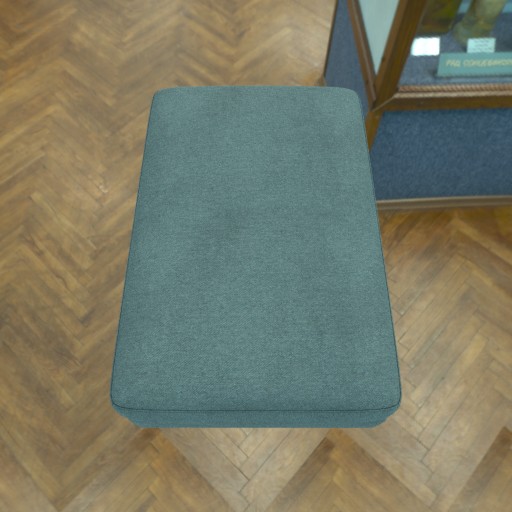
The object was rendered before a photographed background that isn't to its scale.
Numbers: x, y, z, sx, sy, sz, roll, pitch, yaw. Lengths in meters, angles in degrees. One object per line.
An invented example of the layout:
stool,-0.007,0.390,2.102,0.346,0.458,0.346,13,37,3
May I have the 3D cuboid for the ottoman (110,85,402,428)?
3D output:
ottoman,0.000,0.000,1.179,0.584,0.483,0.864,0,63,0
